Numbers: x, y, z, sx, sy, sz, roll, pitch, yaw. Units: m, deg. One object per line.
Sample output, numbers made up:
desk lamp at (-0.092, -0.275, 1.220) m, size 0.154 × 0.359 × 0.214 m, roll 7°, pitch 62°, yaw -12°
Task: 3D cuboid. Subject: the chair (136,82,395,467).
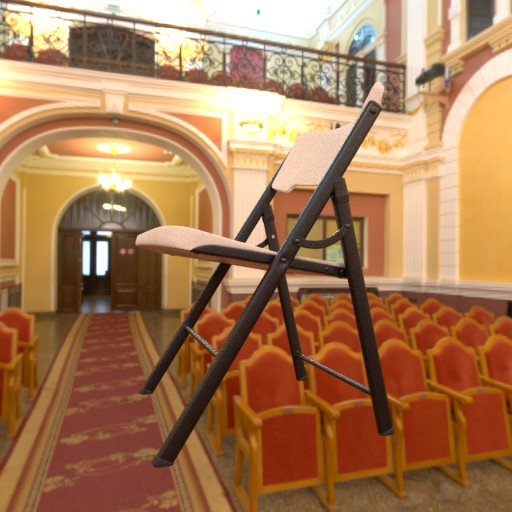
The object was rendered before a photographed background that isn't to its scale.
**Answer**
chair at (0.000, 0.000, 1.100) m, size 0.577 × 0.765 × 0.482 m, roll 0°, pitch -1°, yaw -18°
